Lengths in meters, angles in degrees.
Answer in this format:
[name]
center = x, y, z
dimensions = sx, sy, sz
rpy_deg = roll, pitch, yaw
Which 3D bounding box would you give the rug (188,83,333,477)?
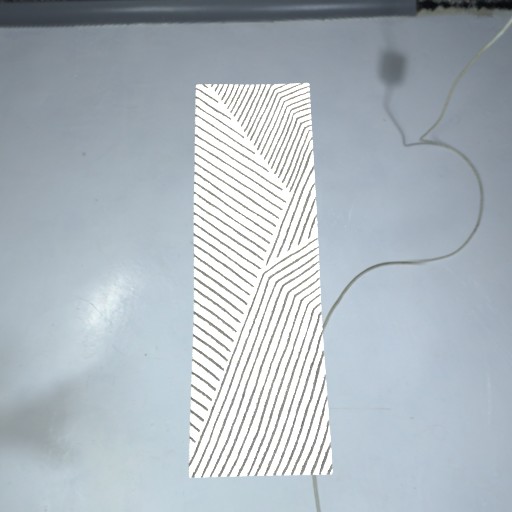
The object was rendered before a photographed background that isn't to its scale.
[rug]
center = 0.000, 0.000, 2.694
dimensions = 0.773, 0.020, 2.439
rpy_deg = -1, 74, 0
